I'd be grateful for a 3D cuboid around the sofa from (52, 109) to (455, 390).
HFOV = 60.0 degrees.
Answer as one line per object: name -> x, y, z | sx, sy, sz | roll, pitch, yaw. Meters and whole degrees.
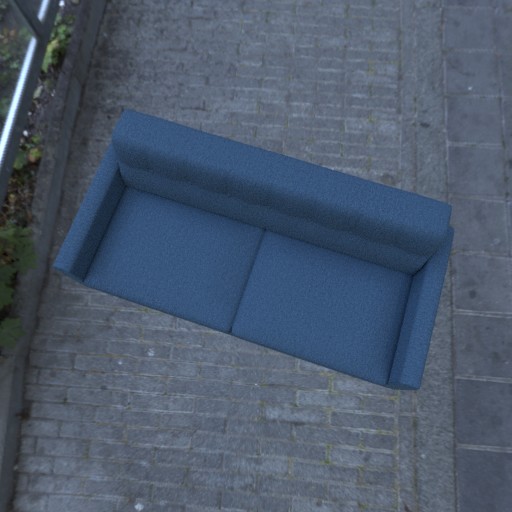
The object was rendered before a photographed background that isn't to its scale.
sofa -> 0.000, 0.000, 2.594 | 2.055, 0.884, 0.942 | 18, 75, 5
